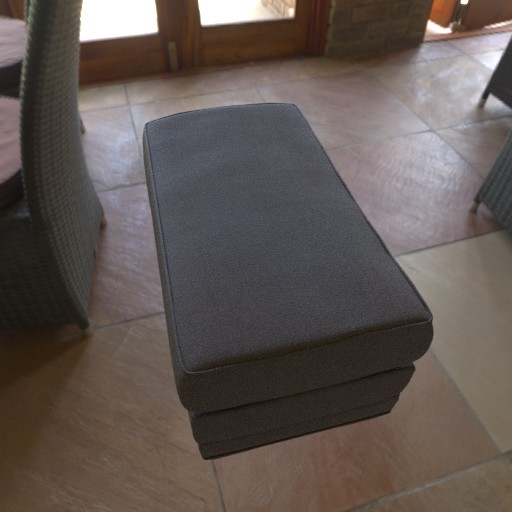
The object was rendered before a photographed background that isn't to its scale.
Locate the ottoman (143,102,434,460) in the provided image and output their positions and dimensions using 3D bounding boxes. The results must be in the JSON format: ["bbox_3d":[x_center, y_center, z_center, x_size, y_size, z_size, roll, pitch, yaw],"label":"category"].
[{"bbox_3d":[0.000,0.000,1.164,0.490,0.448,0.864,-10,47,-10],"label":"ottoman"}]
